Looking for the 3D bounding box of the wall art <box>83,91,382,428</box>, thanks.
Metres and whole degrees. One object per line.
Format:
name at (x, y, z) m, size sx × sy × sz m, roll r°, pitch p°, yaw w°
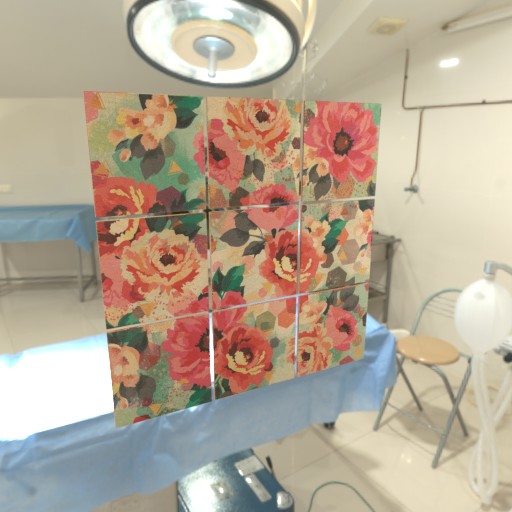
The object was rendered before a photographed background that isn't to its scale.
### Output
wall art at (0.000, 0.000, 1.816) m, size 1.216 × 1.220 × 0.013 m, roll -8°, pitch 17°, yaw -26°
